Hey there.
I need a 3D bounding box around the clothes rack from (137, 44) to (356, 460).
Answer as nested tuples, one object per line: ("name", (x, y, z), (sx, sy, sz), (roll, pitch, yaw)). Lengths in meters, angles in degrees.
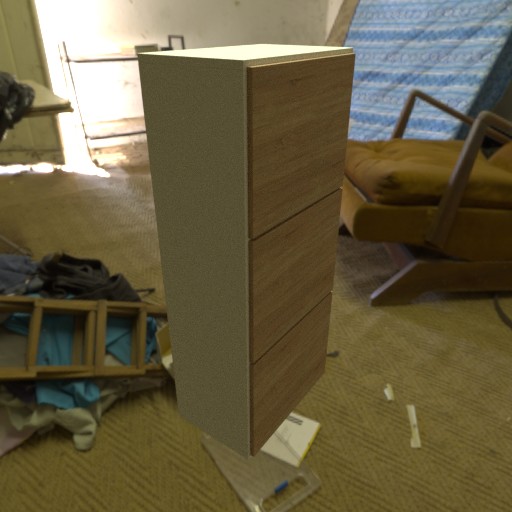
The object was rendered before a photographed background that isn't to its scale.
("clothes rack", (0.000, 0.000, 1.407), (0.331, 1.187, 0.500), (19, 34, 31))
